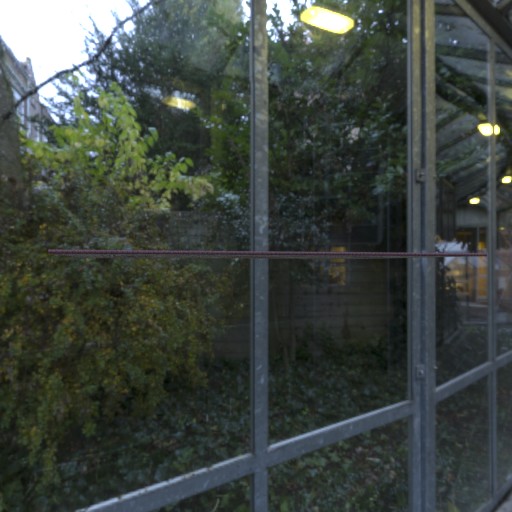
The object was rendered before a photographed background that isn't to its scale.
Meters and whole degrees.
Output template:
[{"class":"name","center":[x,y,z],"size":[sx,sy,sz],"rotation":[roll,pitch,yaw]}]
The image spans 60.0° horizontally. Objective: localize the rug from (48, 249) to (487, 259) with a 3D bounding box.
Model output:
[{"class":"rug","center":[0.000,0.000,5.812],"size":[4.578,0.033,3.033],"rotation":[0,-1,-18]}]
